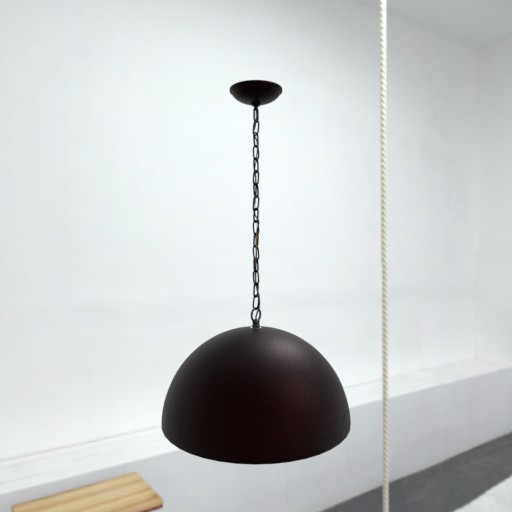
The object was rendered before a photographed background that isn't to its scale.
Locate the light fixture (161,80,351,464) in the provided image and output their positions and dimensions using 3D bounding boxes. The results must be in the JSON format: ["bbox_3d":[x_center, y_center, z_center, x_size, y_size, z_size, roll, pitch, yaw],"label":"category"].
[{"bbox_3d":[0.000,0.000,1.168,0.492,0.869,0.492,1,1,37],"label":"light fixture"}]
